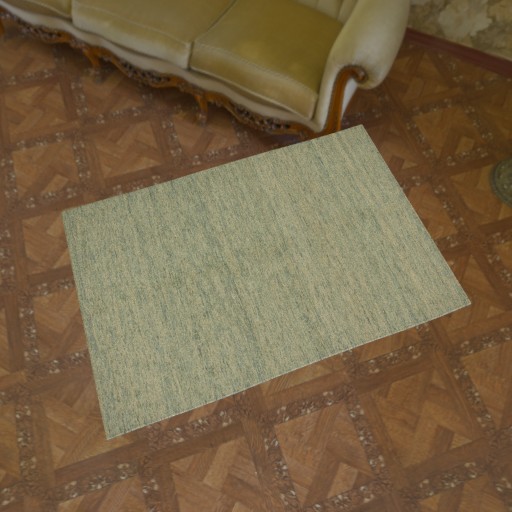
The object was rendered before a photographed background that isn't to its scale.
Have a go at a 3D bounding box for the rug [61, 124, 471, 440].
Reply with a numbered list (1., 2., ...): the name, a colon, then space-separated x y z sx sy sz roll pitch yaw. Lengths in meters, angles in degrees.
1. rug: 0.000 0.000 2.892 2.283 0.013 1.547 -18 65 -9
